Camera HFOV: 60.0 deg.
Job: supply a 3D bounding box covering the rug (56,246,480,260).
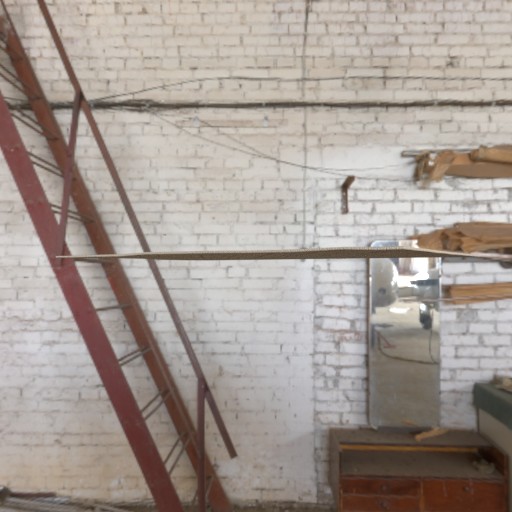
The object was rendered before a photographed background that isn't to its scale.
[{"bbox_3d":[0.000,0.000,1.043,0.869,0.008,0.511,-1,-2,37],"label":"rug"}]
